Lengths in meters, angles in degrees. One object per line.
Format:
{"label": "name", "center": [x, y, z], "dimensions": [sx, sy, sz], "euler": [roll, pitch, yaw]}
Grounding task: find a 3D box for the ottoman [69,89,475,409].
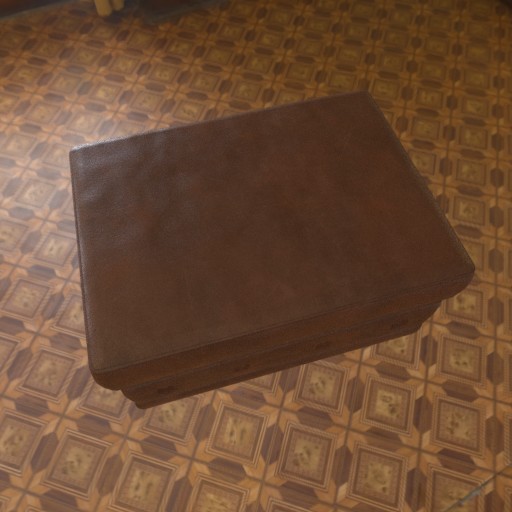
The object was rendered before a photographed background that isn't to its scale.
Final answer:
{"label": "ottoman", "center": [0.000, 0.000, 1.177], "dimensions": [0.795, 0.509, 0.588], "euler": [-14, 61, -8]}
